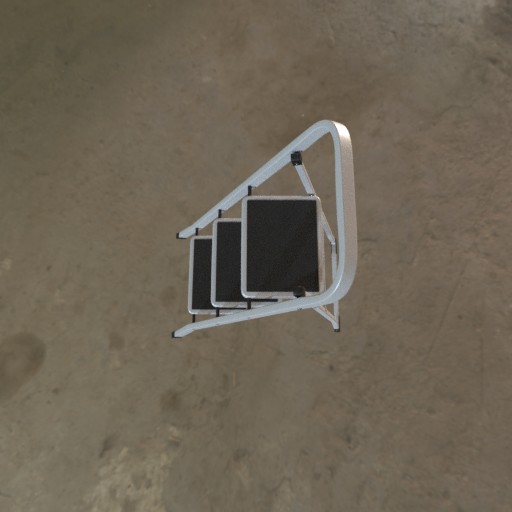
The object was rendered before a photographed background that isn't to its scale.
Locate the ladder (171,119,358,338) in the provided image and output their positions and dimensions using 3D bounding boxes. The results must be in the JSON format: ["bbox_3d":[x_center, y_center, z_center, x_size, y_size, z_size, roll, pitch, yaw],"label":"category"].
[{"bbox_3d":[0.000,0.000,1.411,0.711,1.050,0.460,0,76,0],"label":"ladder"}]
